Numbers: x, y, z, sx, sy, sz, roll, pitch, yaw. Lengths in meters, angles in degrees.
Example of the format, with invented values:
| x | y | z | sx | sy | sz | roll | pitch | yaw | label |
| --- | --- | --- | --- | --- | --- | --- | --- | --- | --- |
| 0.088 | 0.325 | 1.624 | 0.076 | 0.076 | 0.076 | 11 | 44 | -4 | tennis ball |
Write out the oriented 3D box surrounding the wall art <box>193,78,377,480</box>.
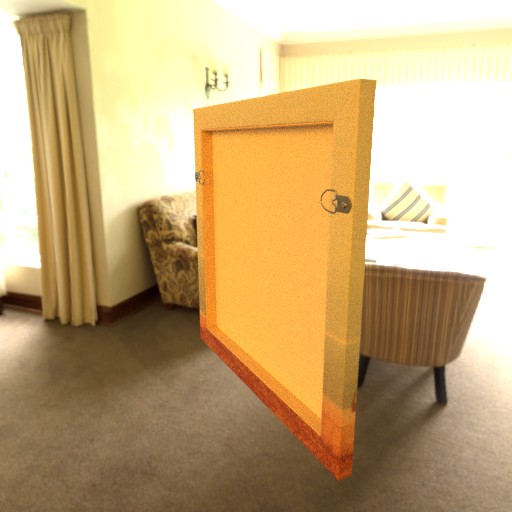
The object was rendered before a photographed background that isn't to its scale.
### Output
| x | y | z | sx | sy | sz | roll | pitch | yaw | label |
| --- | --- | --- | --- | --- | --- | --- | --- | --- | --- |
| 0.000 | 0.000 | 0.900 | 0.034 | 0.605 | 0.605 | -8 | 16 | -27 | wall art |
